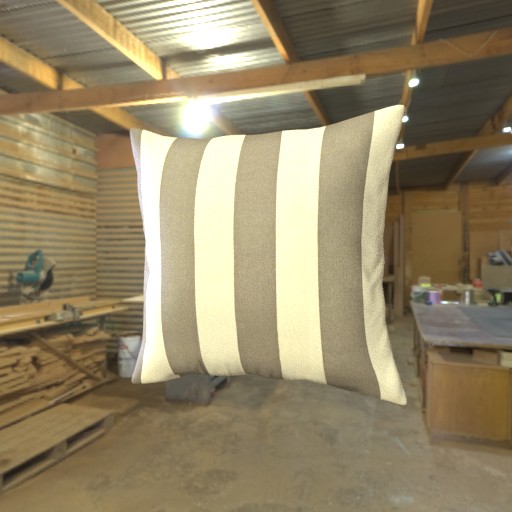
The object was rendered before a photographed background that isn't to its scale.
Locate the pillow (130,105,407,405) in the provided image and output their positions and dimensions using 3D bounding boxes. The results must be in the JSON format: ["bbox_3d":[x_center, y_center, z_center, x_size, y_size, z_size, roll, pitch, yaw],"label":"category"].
[{"bbox_3d":[0.000,0.000,0.808,0.522,0.507,0.192,0,0,16],"label":"pillow"}]
